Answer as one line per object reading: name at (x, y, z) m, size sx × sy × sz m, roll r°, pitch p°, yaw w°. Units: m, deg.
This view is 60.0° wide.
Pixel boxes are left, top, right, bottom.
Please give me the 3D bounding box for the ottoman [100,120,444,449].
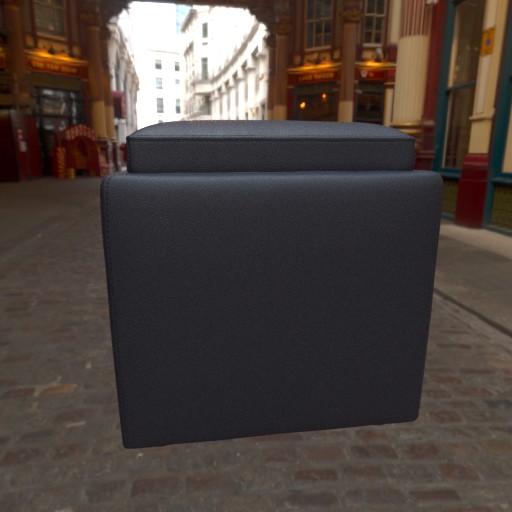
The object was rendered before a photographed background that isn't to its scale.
ottoman at (0.000, 0.000, 0.793) m, size 0.450 × 0.460 × 0.451 m, roll -2°, pitch 14°, yaw -8°
